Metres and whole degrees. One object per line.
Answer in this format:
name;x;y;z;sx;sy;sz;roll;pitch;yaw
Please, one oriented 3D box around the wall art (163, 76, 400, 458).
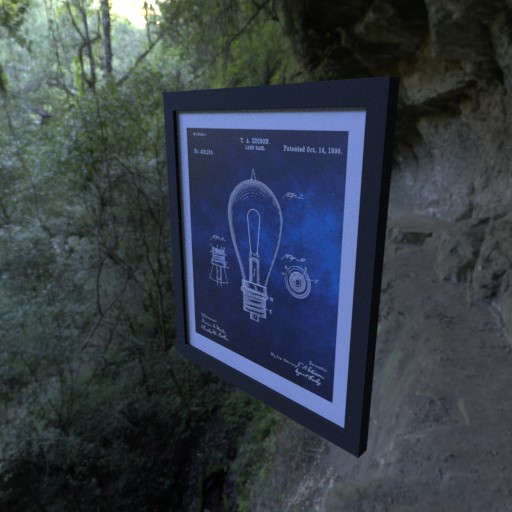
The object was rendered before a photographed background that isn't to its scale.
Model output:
wall art;0.000;0.000;0.705;0.428;0.505;0.023;16;23;42
